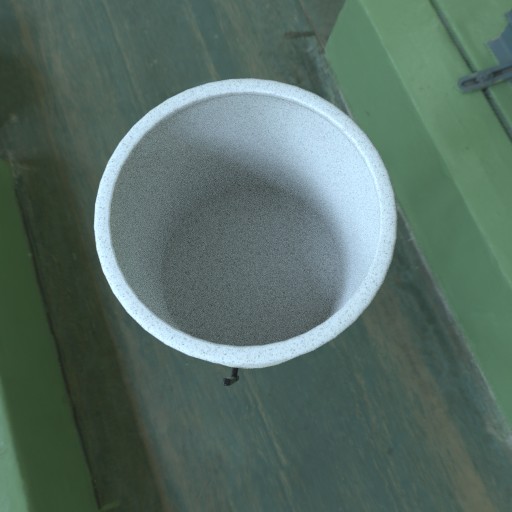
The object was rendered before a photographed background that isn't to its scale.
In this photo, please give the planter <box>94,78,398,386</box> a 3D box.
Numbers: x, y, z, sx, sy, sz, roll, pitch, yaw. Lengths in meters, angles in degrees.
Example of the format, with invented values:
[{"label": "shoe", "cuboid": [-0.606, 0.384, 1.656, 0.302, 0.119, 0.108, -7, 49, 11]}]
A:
[{"label": "planter", "cuboid": [0.000, 0.000, 0.655, 0.335, 0.423, 0.313, -22, 77, -5]}]
